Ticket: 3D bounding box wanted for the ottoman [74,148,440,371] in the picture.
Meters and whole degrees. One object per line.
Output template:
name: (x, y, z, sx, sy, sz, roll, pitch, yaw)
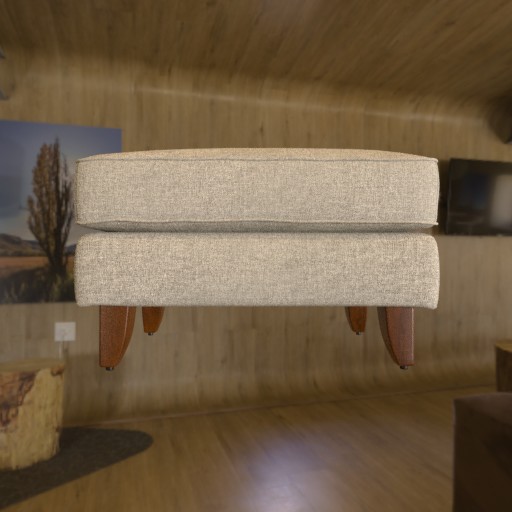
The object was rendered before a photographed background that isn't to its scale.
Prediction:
ottoman: (0.000, 0.000, 1.339, 0.889, 0.561, 0.661, 0, -1, -1)
